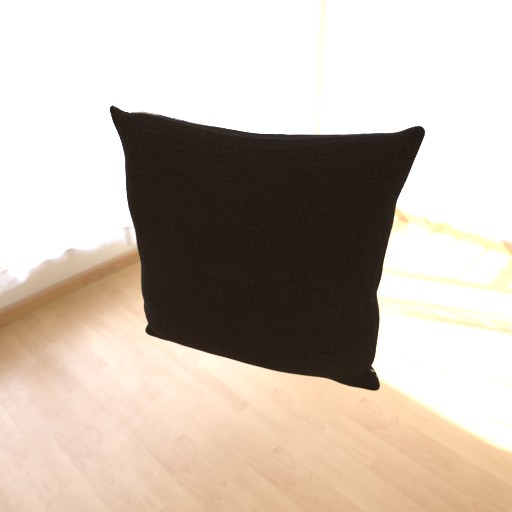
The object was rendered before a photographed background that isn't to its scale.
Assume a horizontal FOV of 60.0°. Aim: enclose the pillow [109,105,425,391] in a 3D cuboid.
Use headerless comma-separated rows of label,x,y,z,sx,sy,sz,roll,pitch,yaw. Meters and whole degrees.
pillow,0.000,0.000,0.690,0.440,0.441,0.182,10,34,15
